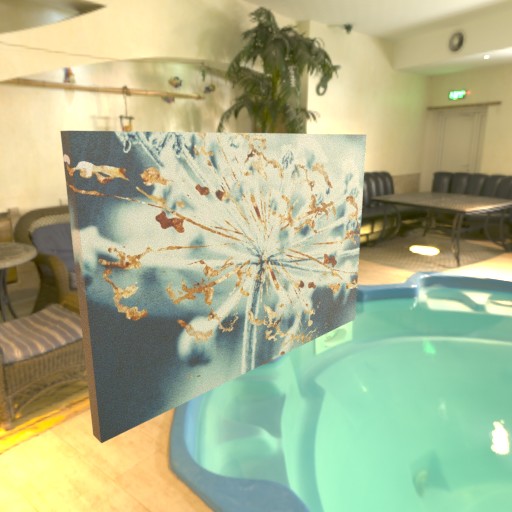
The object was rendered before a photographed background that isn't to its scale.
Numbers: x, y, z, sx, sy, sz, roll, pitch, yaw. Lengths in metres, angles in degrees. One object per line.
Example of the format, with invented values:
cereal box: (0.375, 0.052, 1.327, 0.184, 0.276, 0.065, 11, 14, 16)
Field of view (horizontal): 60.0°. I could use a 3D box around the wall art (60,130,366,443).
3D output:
wall art: (0.000, 0.000, 1.140, 0.912, 0.608, 0.038, -14, 20, -43)
